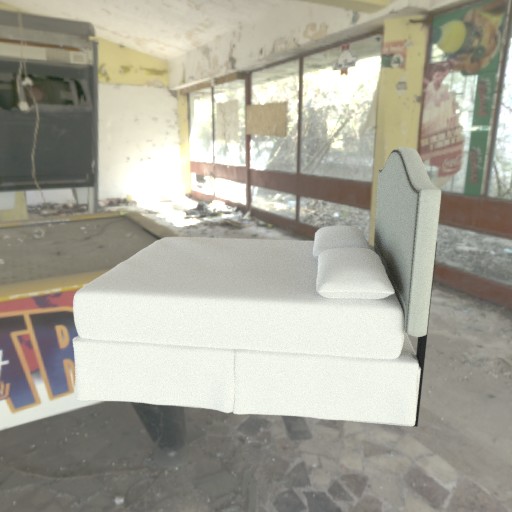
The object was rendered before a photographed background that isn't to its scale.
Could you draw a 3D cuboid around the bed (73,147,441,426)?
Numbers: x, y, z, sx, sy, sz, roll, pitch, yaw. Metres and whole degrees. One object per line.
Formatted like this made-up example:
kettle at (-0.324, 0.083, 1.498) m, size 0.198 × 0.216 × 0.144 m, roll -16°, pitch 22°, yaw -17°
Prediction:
bed at (0.000, 0.000, 3.360) m, size 2.180 × 1.607 × 1.813 m, roll 2°, pitch 15°, yaw 8°
